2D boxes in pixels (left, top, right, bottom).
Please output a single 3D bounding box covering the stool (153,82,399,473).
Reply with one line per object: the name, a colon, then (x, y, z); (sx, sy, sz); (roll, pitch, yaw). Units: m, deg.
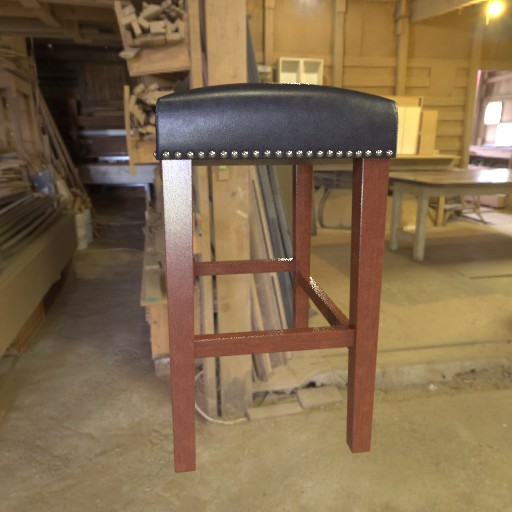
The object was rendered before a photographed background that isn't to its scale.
stool: (0.000, 0.000, 0.950); (0.372, 0.654, 0.504); (-2, 16, -8)
